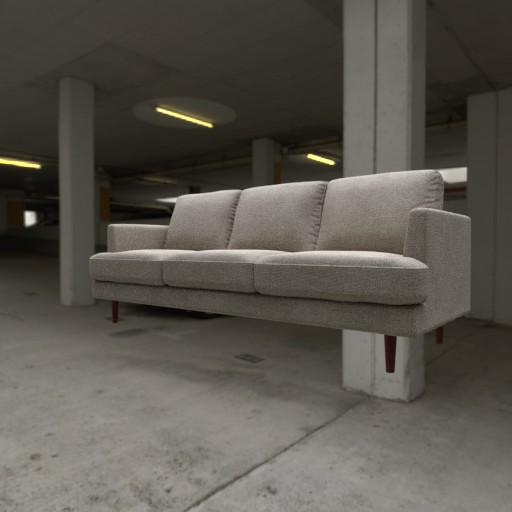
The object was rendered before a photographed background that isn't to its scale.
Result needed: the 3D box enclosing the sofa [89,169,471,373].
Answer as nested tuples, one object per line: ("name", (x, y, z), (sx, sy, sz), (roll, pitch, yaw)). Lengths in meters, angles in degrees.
("sofa", (0.000, 0.000, 2.685), (2.246, 0.930, 0.903), (1, 2, 38))
